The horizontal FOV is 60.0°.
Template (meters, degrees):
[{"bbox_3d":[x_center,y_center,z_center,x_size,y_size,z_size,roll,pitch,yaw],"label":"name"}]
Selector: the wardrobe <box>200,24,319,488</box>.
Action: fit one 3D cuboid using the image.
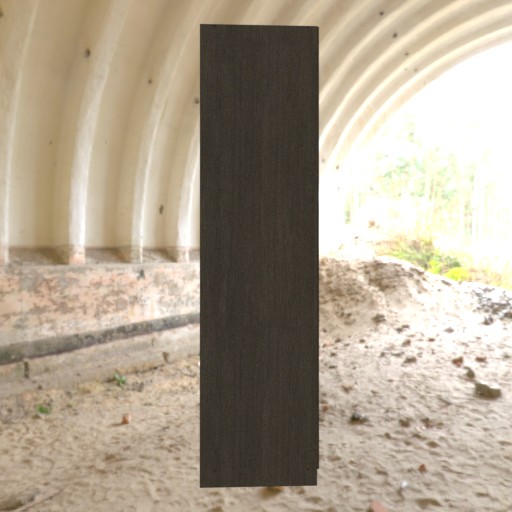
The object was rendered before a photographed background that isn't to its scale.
[{"bbox_3d":[0.000,0.000,2.478,0.510,1.910,1.290,0,0,-2],"label":"wardrobe"}]
